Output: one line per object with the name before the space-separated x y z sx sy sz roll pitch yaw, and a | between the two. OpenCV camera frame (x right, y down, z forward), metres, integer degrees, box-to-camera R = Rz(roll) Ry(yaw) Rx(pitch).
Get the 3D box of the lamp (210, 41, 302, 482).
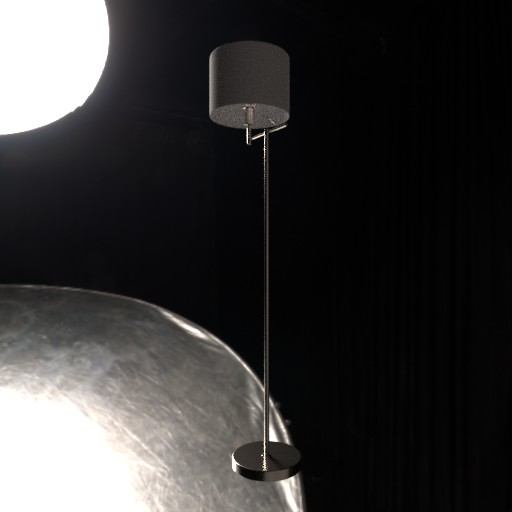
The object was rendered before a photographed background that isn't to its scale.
lamp | 0.000 0.000 1.766 0.324 1.600 0.416 0 0 -35
